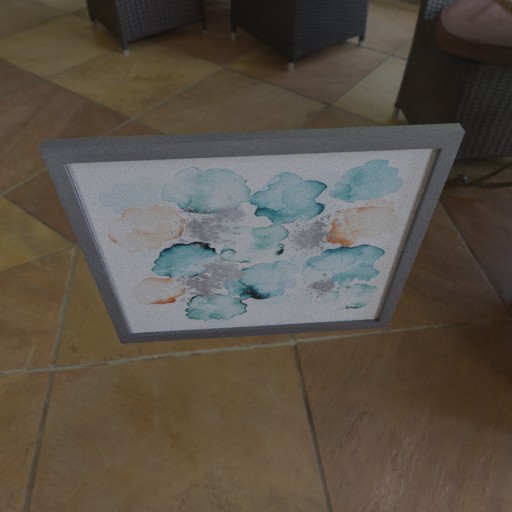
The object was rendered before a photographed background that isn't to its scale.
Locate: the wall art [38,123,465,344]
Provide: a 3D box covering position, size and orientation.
[{"bbox_3d":[0.000,0.000,0.898,0.660,0.558,0.026,-3,48,-3],"label":"wall art"}]
